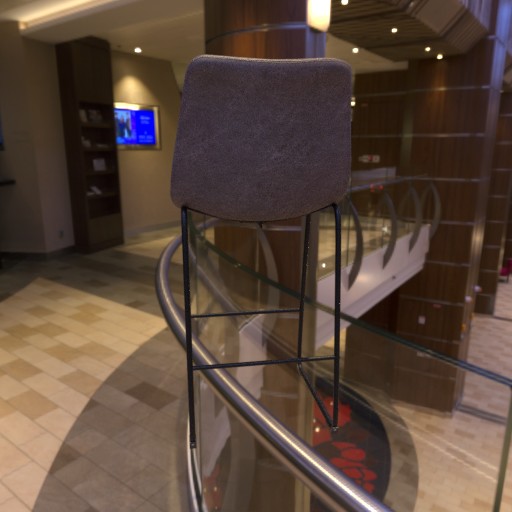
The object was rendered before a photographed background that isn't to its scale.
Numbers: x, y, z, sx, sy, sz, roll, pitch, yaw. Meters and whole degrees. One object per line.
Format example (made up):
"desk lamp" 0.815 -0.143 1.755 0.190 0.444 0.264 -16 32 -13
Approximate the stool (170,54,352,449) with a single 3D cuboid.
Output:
"stool" 0.000 0.000 1.406 0.514 1.082 0.561 -2 14 -9
